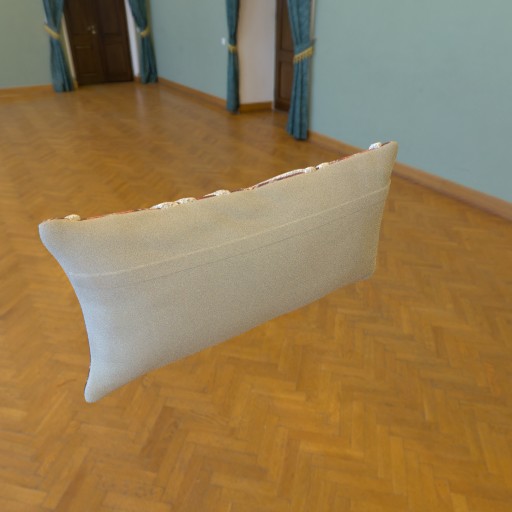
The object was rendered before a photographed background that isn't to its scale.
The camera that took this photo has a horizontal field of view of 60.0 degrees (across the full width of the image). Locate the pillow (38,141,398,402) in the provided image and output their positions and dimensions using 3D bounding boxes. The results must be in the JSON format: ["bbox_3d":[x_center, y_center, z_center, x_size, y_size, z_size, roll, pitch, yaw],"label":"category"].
[{"bbox_3d":[0.000,0.000,0.725,0.608,0.295,0.161,-19,36,-29],"label":"pillow"}]
